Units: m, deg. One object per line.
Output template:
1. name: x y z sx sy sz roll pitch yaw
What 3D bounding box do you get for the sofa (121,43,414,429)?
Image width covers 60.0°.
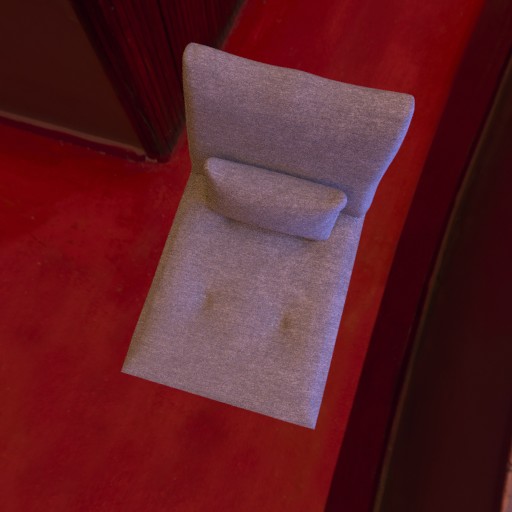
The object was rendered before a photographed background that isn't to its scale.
1. sofa: 0.000 0.000 1.521 0.700 0.820 1.000 15 76 4
